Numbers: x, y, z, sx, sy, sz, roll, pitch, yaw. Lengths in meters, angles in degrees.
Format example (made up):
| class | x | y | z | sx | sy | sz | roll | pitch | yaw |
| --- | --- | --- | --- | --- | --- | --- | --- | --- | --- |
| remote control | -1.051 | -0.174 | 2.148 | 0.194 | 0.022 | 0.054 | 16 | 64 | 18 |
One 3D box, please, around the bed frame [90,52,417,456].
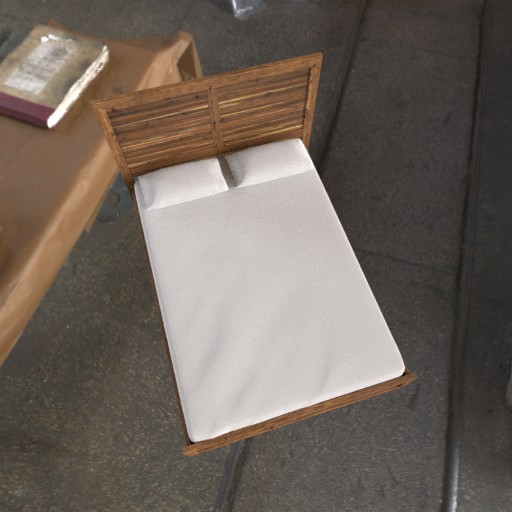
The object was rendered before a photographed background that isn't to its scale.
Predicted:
| class | x | y | z | sx | sy | sz | roll | pitch | yaw |
| --- | --- | --- | --- | --- | --- | --- | --- | --- | --- |
| bed frame | 0.000 | 0.000 | 3.302 | 1.696 | 1.417 | 2.276 | -15 | 64 | -8 |
